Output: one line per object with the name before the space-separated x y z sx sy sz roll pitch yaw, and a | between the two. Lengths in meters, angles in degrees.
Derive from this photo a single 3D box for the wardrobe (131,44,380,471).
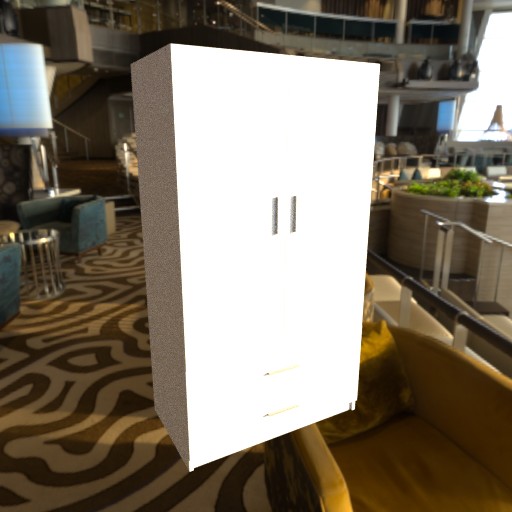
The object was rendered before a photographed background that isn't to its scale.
wardrobe | 0.000 0.000 2.252 0.991 1.808 0.577 -8 18 -28
